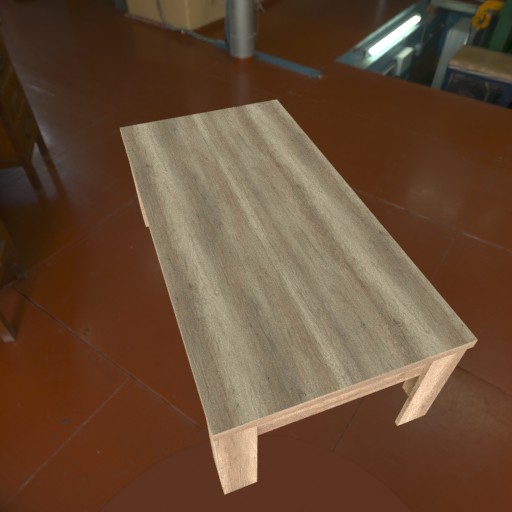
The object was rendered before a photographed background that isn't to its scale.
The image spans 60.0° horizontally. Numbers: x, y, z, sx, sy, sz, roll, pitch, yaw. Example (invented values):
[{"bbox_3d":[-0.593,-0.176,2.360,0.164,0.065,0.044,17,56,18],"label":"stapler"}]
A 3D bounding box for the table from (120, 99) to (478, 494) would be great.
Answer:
[{"bbox_3d":[0.000,0.000,1.642,0.700,0.460,1.350,-15,48,-14],"label":"table"}]
